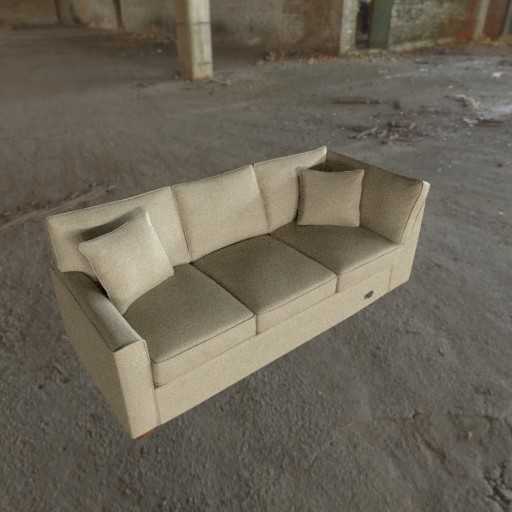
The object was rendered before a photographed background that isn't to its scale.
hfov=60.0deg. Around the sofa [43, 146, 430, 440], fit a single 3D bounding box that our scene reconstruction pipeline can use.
[{"bbox_3d":[0.000,0.000,2.919,2.317,0.962,1.061,-22,37,-32],"label":"sofa"}]
